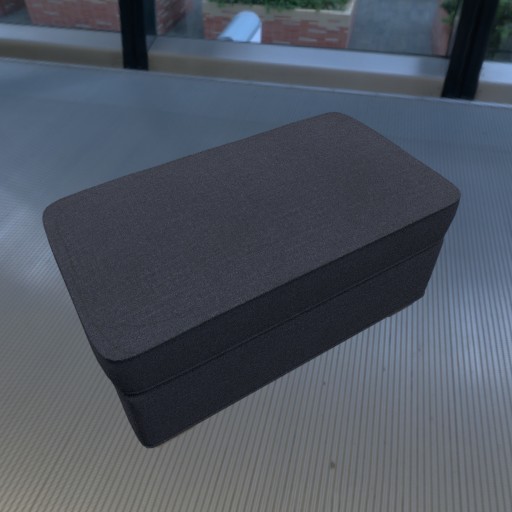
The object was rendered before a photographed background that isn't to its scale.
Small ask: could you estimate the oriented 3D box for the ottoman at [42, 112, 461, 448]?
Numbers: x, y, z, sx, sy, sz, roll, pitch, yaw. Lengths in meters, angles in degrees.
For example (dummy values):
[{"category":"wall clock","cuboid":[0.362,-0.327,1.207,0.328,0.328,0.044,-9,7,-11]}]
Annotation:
[{"category":"ottoman","cuboid":[0.000,0.000,1.159,0.895,0.453,0.505,-23,50,-21]}]
